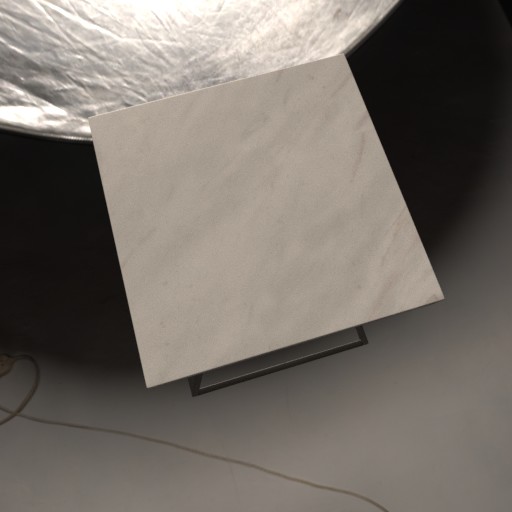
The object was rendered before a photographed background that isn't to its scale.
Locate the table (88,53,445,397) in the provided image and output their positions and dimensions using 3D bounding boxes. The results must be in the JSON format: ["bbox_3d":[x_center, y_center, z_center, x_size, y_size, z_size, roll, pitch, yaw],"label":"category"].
[{"bbox_3d":[0.000,0.000,0.894,0.455,0.559,0.455,-16,75,-4],"label":"table"}]
